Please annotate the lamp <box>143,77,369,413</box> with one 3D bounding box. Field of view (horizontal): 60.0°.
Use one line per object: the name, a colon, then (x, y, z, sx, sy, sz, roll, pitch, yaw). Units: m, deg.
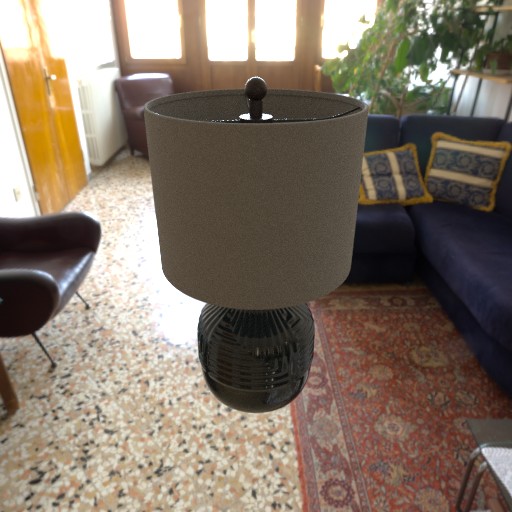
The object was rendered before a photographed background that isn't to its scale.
lamp: (0.000, 0.000, 0.755, 0.318, 0.567, 0.318, 0, 28, 0)
